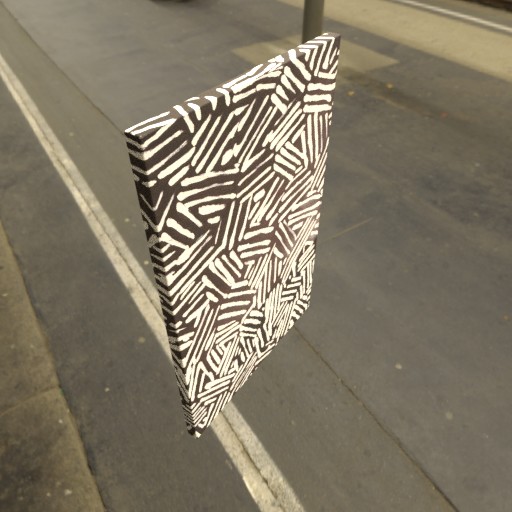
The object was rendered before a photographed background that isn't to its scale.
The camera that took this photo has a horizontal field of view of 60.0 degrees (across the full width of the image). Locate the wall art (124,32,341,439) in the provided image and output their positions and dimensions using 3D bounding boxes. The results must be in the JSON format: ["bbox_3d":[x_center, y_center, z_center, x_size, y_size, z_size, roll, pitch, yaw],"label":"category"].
[{"bbox_3d":[0.000,0.000,1.129,0.035,0.918,0.615,26,48,26],"label":"wall art"}]
